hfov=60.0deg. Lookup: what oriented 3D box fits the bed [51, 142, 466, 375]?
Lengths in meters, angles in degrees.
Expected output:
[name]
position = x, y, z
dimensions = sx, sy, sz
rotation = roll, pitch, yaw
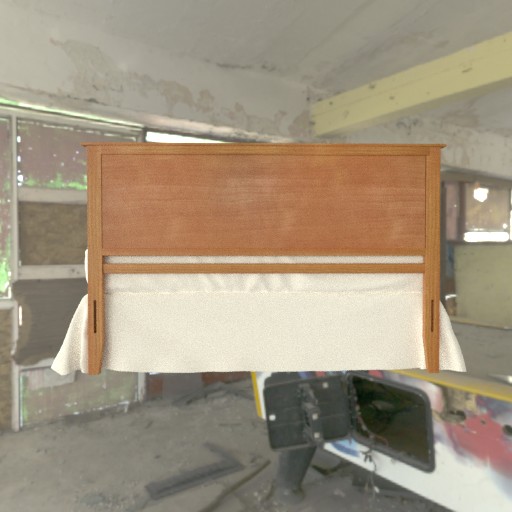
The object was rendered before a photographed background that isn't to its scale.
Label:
[bed]
position = 0.000, 0.000, 3.505
dimensions = 2.317, 1.270, 2.215
rotation = 0, 1, -1
